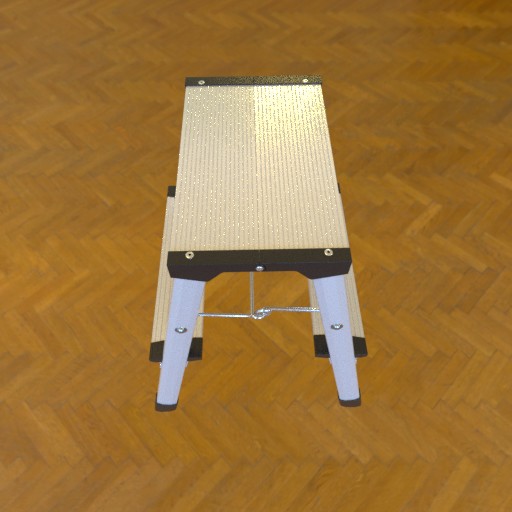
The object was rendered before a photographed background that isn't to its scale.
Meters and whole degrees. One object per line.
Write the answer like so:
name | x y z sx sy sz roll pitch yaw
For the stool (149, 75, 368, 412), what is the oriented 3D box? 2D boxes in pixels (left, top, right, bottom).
stool | 0.000 0.000 0.774 0.405 0.480 0.404 -1 57 -1
